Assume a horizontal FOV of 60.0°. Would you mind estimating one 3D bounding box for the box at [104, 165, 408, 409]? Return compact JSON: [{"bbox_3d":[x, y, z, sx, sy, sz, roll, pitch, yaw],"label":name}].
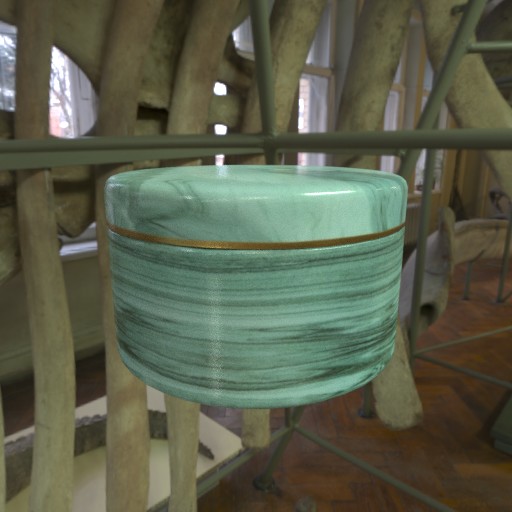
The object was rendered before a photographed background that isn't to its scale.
[{"bbox_3d":[0.000,0.000,0.162,0.101,0.063,0.101,0,15,0],"label":"box"}]
